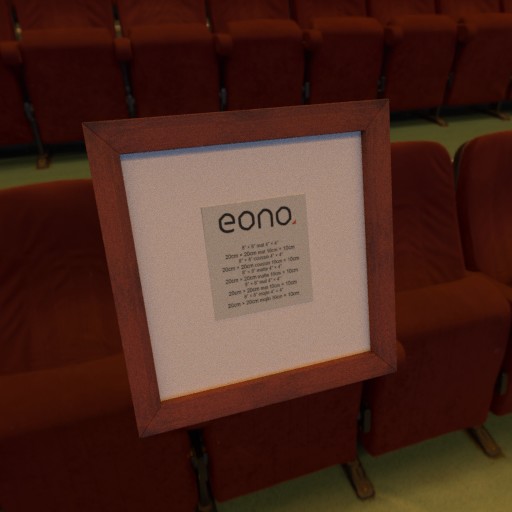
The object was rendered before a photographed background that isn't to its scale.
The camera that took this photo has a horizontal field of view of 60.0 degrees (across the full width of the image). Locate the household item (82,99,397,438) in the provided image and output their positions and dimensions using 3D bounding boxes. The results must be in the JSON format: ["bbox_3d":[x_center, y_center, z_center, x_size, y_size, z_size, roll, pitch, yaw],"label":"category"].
[{"bbox_3d":[0.000,0.000,0.384,0.240,0.240,0.131,-9,33,-15],"label":"household item"}]
